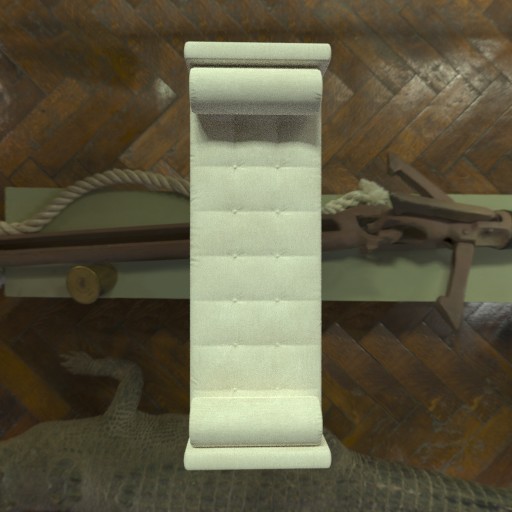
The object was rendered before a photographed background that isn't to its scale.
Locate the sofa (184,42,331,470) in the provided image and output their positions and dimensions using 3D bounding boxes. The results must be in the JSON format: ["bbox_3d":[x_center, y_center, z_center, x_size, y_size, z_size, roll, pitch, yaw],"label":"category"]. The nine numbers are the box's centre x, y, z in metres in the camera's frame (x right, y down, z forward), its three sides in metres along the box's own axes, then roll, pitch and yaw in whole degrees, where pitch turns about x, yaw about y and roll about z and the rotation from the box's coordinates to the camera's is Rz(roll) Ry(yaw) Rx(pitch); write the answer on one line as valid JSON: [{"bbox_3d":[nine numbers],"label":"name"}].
[{"bbox_3d":[0.000,0.000,2.347,0.686,0.635,1.981,0,90,-2],"label":"sofa"}]
